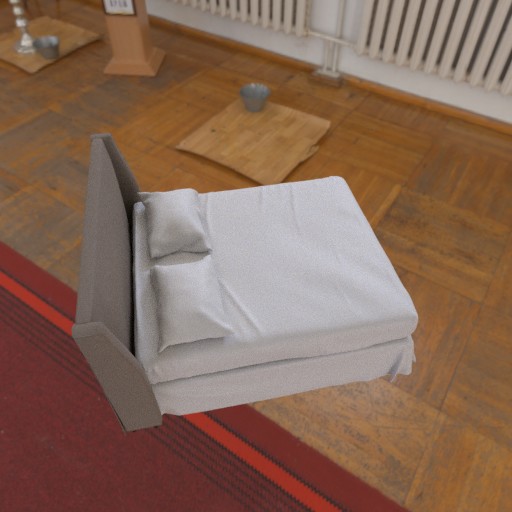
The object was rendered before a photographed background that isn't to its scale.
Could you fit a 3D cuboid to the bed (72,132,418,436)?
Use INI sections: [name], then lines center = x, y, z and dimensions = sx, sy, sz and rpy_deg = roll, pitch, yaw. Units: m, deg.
[bed]
center = 0.000, 0.000, 3.455
dimensions = 2.276, 1.332, 1.925
rpy_deg = -8, 48, -8
